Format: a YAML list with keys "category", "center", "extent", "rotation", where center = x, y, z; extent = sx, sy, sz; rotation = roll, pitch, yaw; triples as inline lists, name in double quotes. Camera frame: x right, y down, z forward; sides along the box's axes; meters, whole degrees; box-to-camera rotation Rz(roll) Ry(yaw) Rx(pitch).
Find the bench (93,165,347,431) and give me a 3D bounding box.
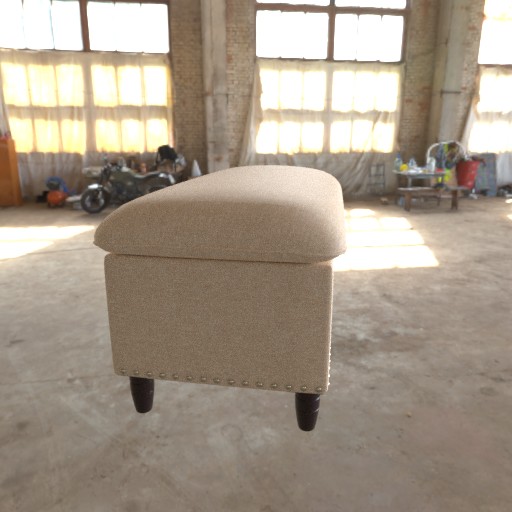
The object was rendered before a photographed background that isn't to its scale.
- category: "bench"
  center: [0.000, 0.000, 1.279]
  extent: [0.483, 0.483, 0.991]
  rotation: [3, 16, 9]
